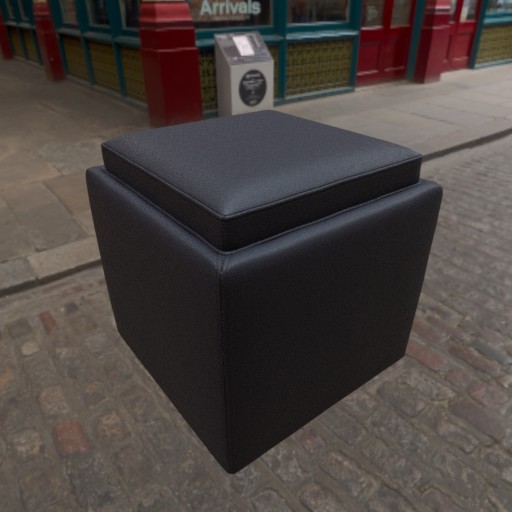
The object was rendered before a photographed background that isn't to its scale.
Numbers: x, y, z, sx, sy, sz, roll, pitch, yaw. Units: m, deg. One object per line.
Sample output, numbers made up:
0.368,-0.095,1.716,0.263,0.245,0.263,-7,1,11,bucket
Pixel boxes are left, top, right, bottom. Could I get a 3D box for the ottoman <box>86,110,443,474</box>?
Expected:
0.000,0.000,0.827,0.451,0.460,0.450,-21,36,-32,ottoman
